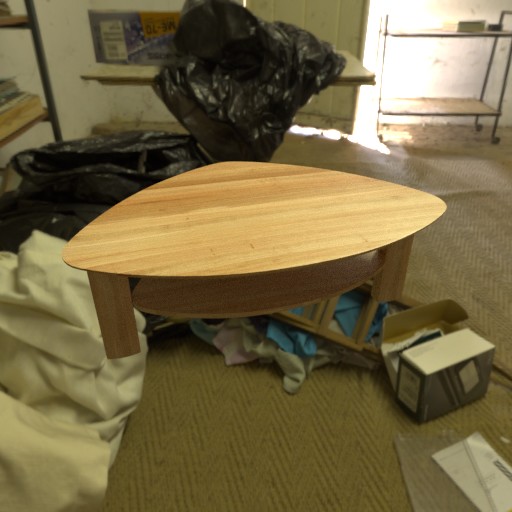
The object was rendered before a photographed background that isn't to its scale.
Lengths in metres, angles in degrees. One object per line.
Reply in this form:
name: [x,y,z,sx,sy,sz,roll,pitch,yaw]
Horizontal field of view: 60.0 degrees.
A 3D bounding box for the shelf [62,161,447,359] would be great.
shelf: [0.000,0.000,1.641,1.240,0.439,0.863,-9,32,-15]
